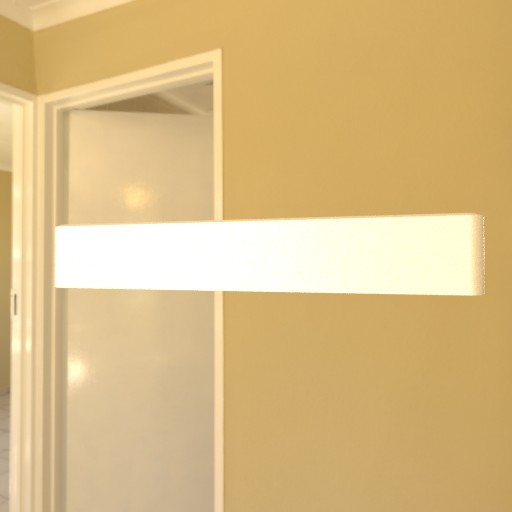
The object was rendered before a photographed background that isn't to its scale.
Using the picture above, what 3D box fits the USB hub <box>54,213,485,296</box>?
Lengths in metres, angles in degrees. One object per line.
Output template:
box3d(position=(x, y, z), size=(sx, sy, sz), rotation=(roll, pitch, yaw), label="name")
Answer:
box3d(position=(0.000, 0.000, 0.163), size=(0.145, 0.023, 0.044), rotation=(0, -1, 16), label="USB hub")
